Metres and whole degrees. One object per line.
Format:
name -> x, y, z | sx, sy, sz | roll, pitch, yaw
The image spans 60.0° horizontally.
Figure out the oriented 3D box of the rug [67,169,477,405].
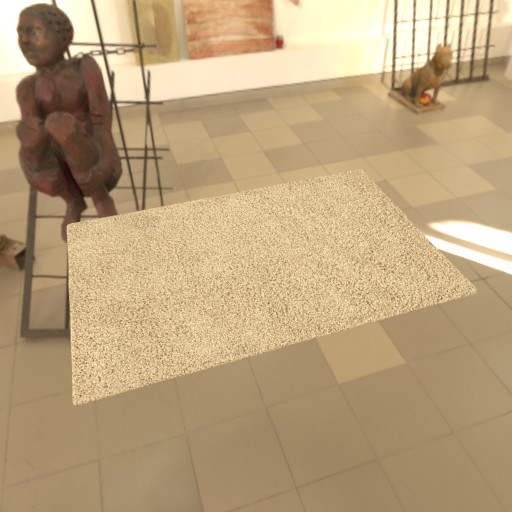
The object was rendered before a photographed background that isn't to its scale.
rug -> 0.000, 0.000, 3.030 | 2.438, 0.030, 1.524 | -13, 44, -14
